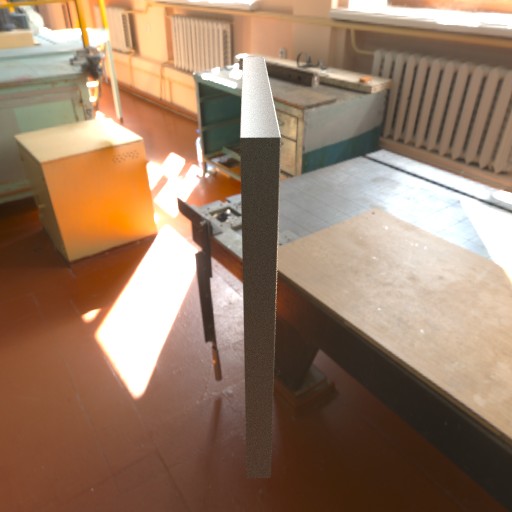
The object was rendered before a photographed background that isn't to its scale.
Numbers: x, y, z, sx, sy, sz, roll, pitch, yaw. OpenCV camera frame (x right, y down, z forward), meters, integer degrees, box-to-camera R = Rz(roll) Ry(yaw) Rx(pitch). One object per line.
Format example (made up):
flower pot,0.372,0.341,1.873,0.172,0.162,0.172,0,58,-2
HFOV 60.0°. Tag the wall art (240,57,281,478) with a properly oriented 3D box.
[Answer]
wall art,0.000,0.000,0.746,0.038,0.549,0.452,-1,33,-1
